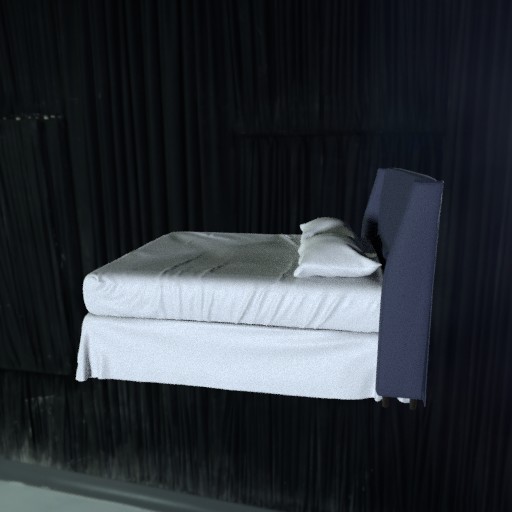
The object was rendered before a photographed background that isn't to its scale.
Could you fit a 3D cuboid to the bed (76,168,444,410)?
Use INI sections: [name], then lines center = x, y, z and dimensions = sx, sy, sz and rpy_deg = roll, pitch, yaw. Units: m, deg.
[bed]
center = 0.000, 0.000, 3.473
dimensions = 2.276, 1.332, 1.925
rpy_deg = 2, 13, 9
